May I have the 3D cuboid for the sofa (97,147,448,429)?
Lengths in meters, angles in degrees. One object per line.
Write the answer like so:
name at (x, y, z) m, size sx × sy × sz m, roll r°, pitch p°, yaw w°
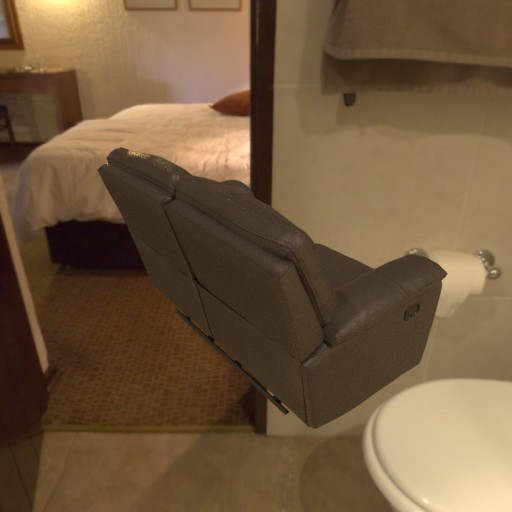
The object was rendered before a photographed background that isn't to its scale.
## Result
sofa at (0.000, 0.000, 2.481) m, size 1.104 × 1.111 × 1.765 m, roll -19°, pitch 32°, yaw -33°
